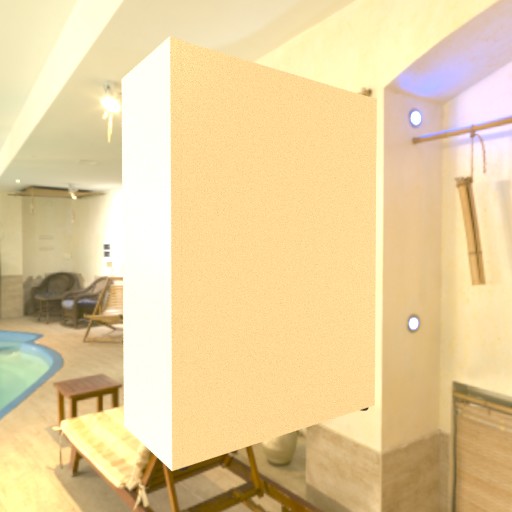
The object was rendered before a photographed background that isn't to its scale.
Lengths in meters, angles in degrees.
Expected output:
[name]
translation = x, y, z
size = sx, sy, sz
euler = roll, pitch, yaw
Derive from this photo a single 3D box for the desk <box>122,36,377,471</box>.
[desk]
translation = 0.000, 0.000, 1.602
size = 0.850, 1.190, 0.390
euler = -1, 2, -36
